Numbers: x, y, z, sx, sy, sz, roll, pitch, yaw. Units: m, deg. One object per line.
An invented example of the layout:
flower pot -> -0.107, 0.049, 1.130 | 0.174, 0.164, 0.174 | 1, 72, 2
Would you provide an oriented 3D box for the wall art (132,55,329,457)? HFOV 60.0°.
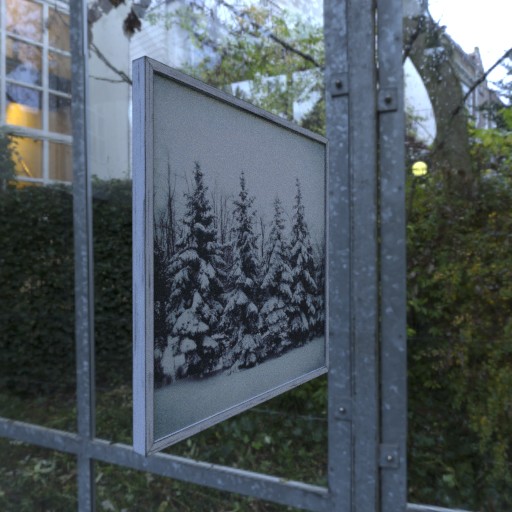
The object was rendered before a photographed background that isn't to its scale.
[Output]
wall art -> 0.000, 0.000, 1.156 | 0.037, 0.761, 0.761 | 0, 0, 36
